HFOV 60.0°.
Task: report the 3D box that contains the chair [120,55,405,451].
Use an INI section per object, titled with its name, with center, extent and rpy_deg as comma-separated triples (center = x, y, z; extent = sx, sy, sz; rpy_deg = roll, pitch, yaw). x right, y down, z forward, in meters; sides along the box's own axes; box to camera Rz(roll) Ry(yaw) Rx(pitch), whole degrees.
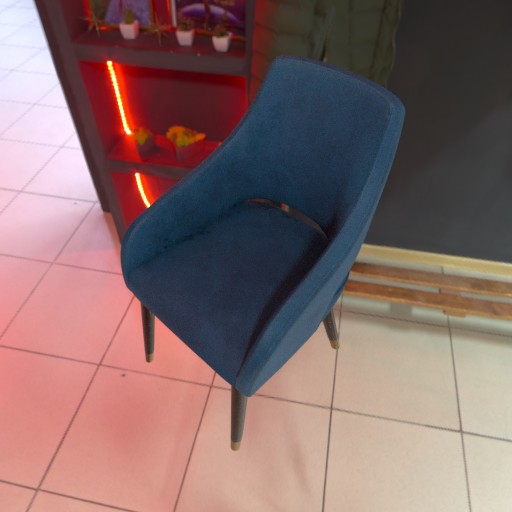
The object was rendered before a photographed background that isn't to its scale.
[chair]
center = 0.000, 0.000, 1.556
extent = 0.683, 1.081, 0.794
rpy_deg = 35, 56, 29
